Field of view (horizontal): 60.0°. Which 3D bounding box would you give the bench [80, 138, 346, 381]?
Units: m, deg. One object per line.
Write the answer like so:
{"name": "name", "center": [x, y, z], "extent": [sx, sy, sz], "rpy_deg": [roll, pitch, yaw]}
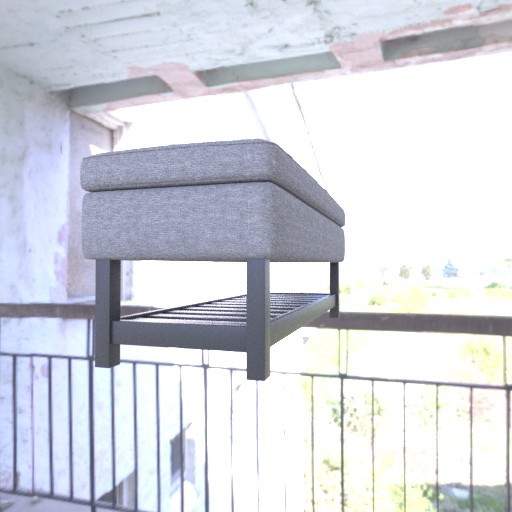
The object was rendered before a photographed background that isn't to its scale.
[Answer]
{"name": "bench", "center": [0.000, 0.000, 1.344], "extent": [0.429, 0.470, 1.100], "rpy_deg": [0, -1, 18]}
